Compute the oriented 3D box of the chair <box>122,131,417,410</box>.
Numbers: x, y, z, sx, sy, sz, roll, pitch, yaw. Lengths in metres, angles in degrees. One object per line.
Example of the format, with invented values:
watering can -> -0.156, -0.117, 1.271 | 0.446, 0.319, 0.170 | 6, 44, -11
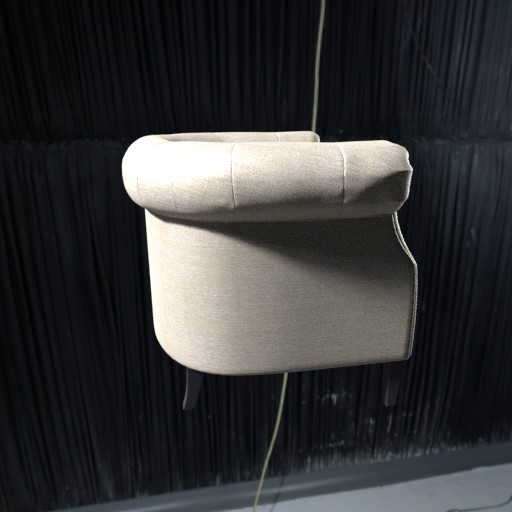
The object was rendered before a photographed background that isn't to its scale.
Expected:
chair -> 0.000, 0.000, 1.564 | 0.852, 0.827, 0.905 | -3, 18, -10
